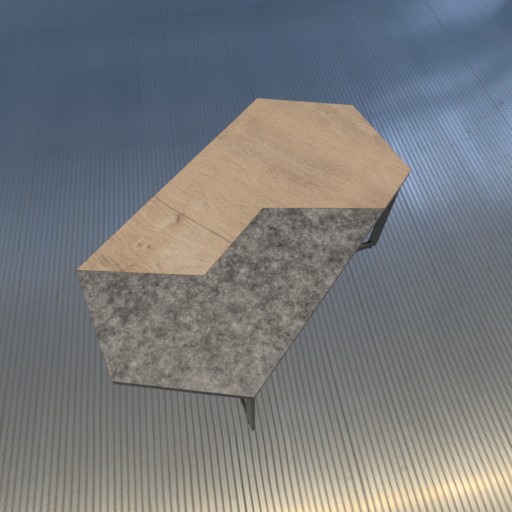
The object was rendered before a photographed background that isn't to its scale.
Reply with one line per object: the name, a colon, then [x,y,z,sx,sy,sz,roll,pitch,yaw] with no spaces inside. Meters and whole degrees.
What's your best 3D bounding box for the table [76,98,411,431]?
table: [0.000,0.000,1.531,0.609,0.457,1.219,31,63,18]
